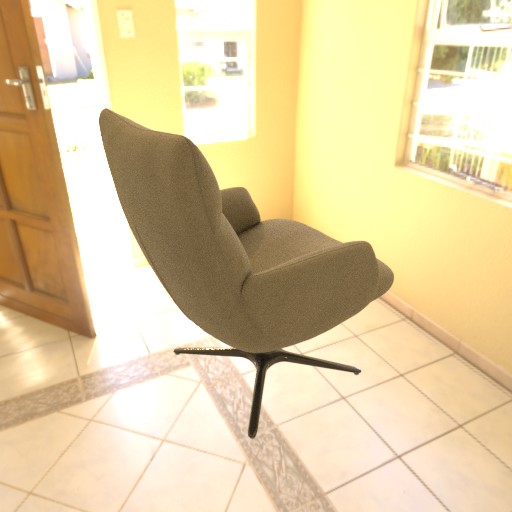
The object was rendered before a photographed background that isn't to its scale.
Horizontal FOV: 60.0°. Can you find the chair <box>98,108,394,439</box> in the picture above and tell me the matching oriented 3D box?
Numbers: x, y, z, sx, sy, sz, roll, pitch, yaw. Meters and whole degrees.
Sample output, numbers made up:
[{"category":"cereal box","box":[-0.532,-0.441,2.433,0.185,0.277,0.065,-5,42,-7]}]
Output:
[{"category":"chair","box":[0.000,0.000,1.571,0.889,1.016,0.711,-19,32,-32]}]
